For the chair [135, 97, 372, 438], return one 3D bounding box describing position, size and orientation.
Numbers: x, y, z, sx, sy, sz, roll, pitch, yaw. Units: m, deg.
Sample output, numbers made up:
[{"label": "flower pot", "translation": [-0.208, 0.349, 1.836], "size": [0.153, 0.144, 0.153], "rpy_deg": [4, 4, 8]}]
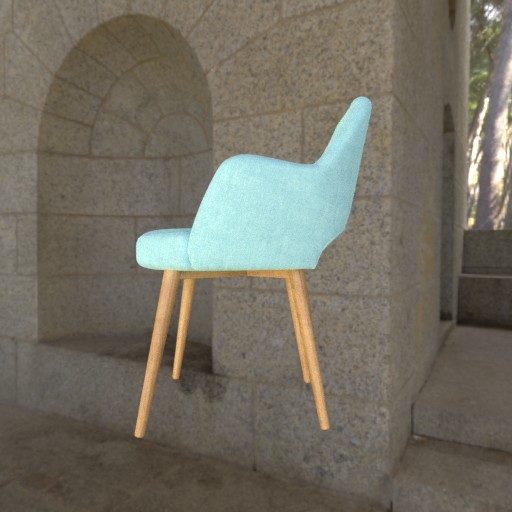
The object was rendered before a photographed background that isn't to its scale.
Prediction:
[{"label": "chair", "translation": [0.000, 0.000, 1.254], "size": [0.610, 0.840, 0.590], "rpy_deg": [0, 1, 0]}]
